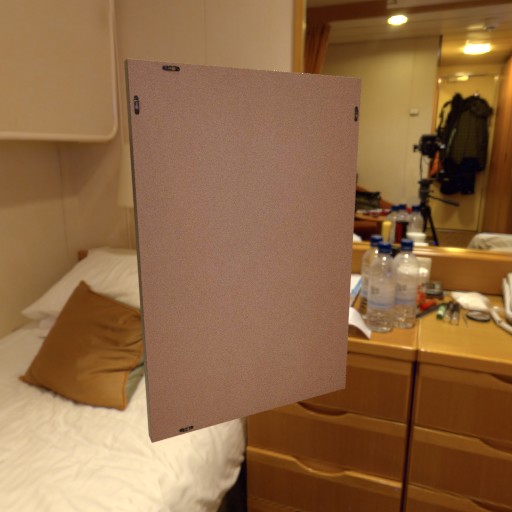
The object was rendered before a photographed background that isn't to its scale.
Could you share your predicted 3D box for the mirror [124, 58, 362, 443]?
[{"bbox_3d":[0.000,0.000,1.170,0.609,0.915,0.040,-7,15,-25],"label":"mirror"}]
